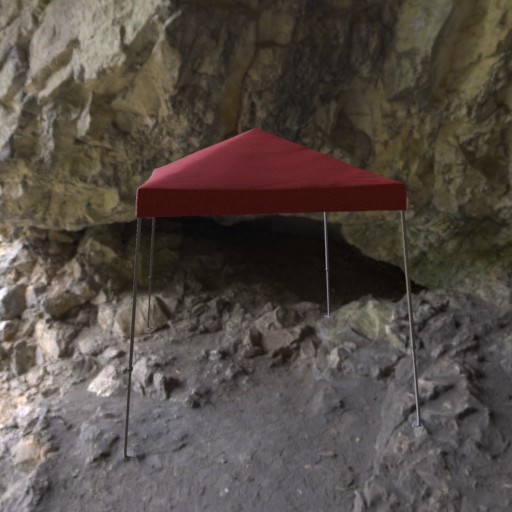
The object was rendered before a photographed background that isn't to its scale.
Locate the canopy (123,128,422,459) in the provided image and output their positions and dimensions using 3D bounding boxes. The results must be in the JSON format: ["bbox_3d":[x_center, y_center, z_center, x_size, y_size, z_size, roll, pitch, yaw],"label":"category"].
[{"bbox_3d":[0.000,0.000,5.138,2.849,2.849,2.848,-2,15,-9],"label":"canopy"}]
